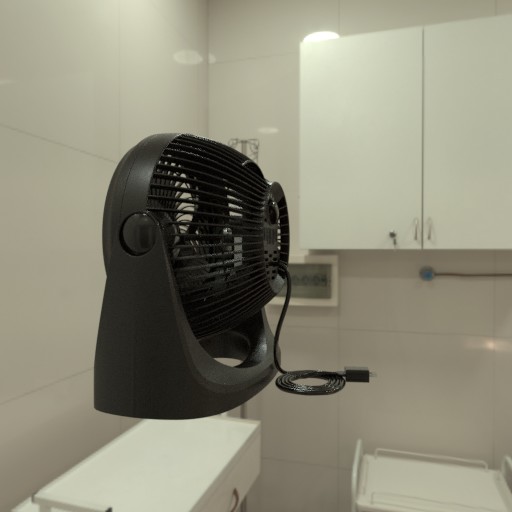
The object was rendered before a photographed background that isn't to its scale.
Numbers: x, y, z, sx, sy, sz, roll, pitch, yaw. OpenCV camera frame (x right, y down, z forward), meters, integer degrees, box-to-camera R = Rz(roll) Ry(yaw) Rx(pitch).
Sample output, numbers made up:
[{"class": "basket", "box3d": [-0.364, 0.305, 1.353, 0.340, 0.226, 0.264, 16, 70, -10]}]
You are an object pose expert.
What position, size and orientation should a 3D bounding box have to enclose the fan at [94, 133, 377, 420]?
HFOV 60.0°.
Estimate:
[{"class": "fan", "box3d": [0.000, 0.000, 0.489, 0.256, 0.277, 0.273, 0, 1, 16]}]
